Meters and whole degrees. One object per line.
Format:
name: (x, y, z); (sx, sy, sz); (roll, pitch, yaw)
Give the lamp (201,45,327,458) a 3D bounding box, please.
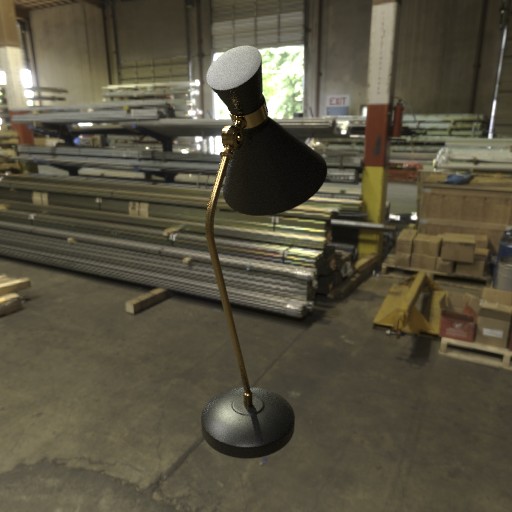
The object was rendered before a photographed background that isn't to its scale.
lamp: (0.000, 0.000, 0.763); (0.189, 0.647, 0.292); (9, 19, 26)
